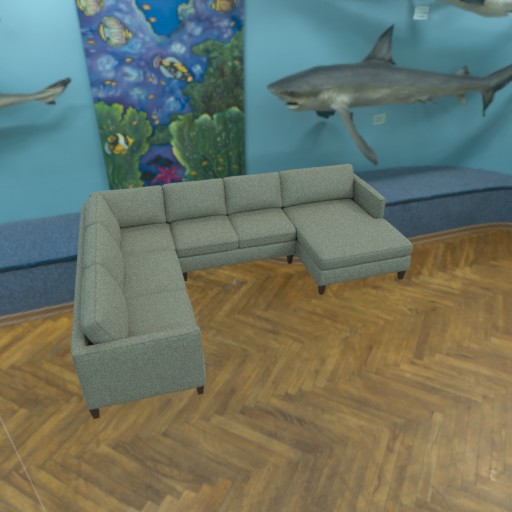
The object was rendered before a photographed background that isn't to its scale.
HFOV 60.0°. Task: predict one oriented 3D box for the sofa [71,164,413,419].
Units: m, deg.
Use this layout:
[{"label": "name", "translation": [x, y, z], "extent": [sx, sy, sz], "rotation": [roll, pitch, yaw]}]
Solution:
[{"label": "sofa", "translation": [0.000, 0.000, 4.554], "extent": [3.403, 0.889, 2.551], "rotation": [-9, 34, -14]}]
